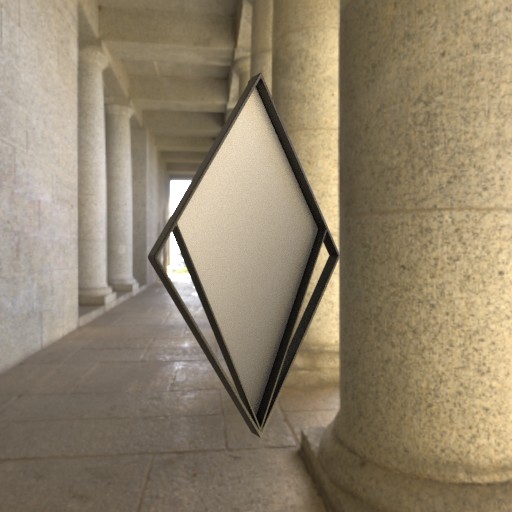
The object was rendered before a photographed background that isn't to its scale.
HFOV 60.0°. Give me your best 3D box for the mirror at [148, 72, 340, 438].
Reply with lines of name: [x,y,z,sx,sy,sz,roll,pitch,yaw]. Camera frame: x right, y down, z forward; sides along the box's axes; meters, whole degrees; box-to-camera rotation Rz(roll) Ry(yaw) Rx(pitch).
mirror: [0.000,0.000,0.837,0.419,0.679,0.032,0,1,-36]
